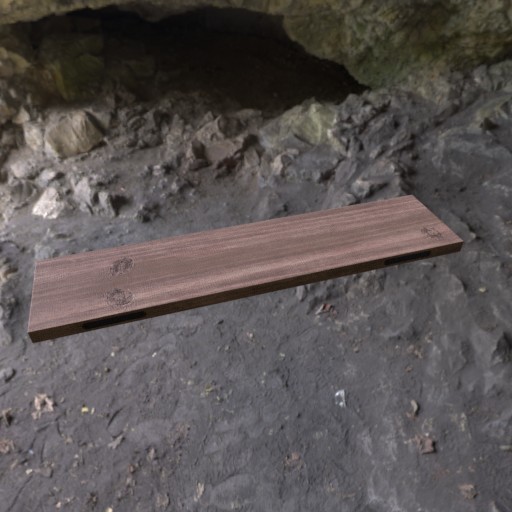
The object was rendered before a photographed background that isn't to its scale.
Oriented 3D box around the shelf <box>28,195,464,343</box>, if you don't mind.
[{"bbox_3d":[0.000,0.000,0.653,0.610,0.020,0.140,-11,40,-13],"label":"shelf"}]
